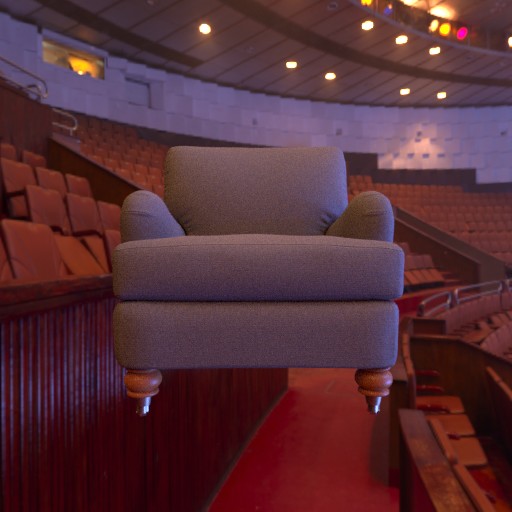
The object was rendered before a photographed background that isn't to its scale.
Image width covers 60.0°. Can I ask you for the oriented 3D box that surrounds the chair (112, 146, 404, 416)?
[{"bbox_3d":[0.000,0.000,1.851,0.955,1.038,1.070,0,0,-1],"label":"chair"}]
